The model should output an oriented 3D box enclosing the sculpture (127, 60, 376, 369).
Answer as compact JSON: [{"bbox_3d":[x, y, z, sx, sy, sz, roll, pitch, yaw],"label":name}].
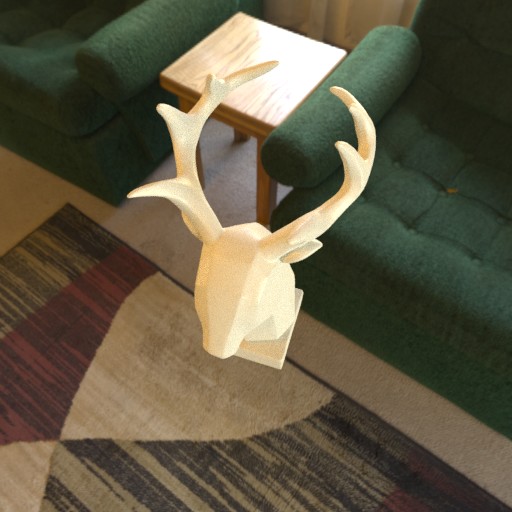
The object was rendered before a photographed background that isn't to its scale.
[{"bbox_3d":[0.000,0.000,0.457,0.174,0.329,0.224,15,59,10],"label":"sculpture"}]
